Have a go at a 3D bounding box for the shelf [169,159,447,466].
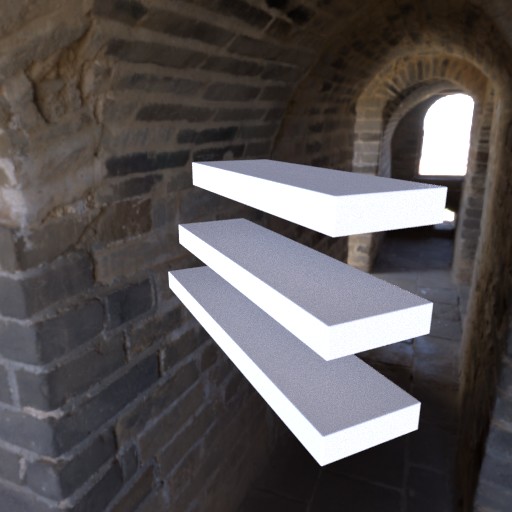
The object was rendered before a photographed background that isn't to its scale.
[{"bbox_3d":[0.000,0.000,0.728,0.140,0.293,0.610,-8,18,-25],"label":"shelf"}]
